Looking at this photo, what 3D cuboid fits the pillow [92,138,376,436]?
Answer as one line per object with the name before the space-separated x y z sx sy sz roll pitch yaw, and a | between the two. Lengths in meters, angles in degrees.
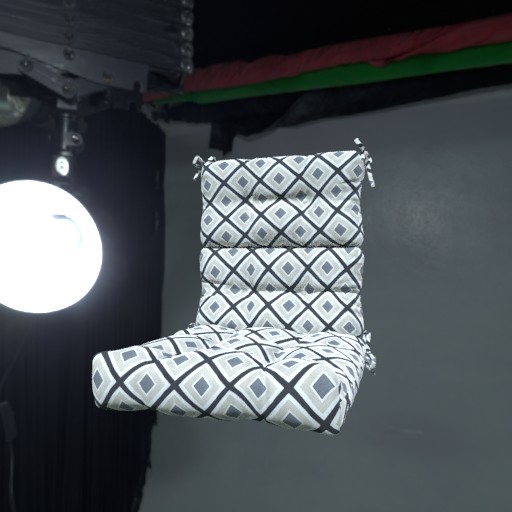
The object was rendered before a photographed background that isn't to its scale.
pillow | 0.000 0.000 1.017 0.519 0.605 0.571 0 0 19
